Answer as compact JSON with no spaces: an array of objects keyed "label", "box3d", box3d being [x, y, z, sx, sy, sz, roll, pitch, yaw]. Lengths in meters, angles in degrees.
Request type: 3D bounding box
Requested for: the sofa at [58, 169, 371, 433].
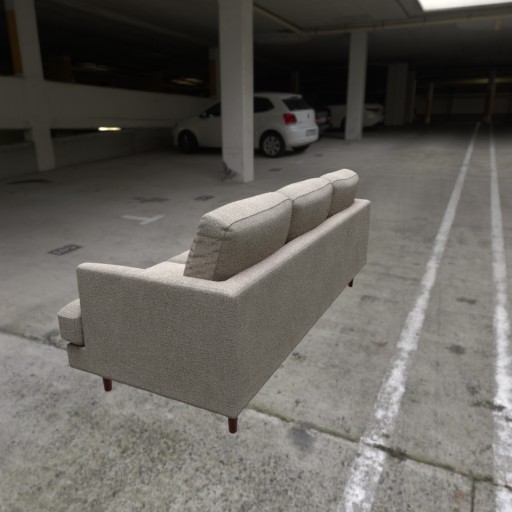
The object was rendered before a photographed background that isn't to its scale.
[{"label":"sofa","box3d":[0.000,0.000,2.718,0.903,0.930,2.246,8,18,25]}]
